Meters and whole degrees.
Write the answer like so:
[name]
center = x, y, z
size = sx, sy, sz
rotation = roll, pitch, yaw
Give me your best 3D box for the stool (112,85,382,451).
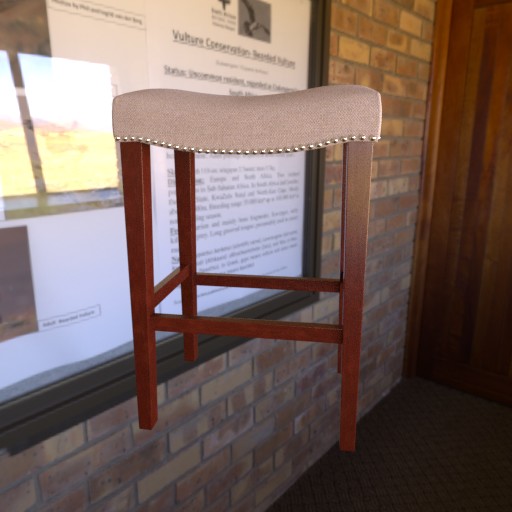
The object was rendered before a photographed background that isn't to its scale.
[stool]
center = 0.000, 0.000, 1.051
size = 0.504, 0.742, 0.372
rotation = 2, 15, 9
